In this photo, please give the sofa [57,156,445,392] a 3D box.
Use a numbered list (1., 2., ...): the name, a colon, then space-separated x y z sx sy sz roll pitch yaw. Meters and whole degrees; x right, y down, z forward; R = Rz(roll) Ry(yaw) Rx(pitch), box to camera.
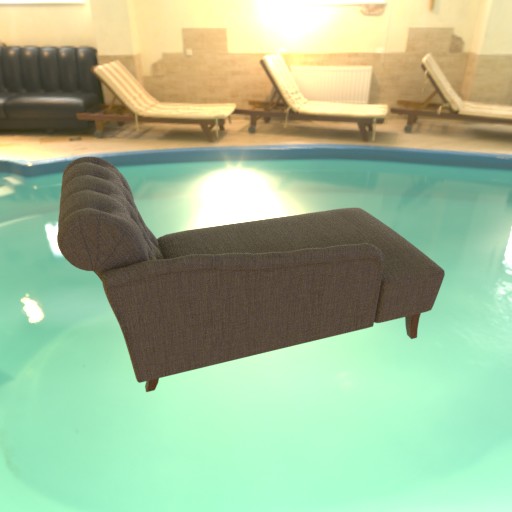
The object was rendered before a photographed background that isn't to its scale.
1. sofa: 0.000 0.000 1.822 1.379 0.787 0.675 -10 31 -16
